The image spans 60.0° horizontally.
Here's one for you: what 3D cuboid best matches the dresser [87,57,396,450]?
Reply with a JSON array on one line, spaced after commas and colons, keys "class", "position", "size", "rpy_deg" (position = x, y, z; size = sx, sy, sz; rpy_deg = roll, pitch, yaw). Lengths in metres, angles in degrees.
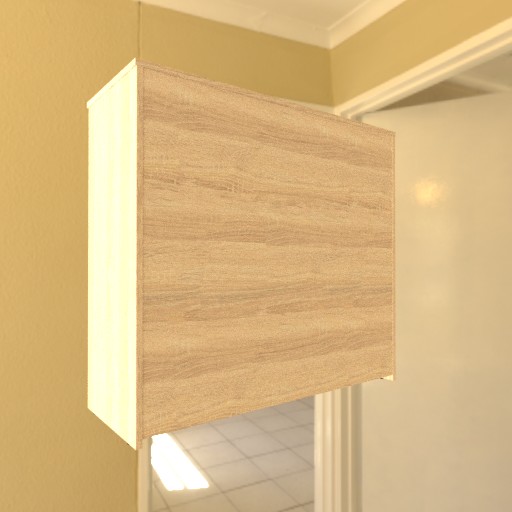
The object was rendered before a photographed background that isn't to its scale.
[{"class": "dresser", "position": [0.000, 0.000, 1.456], "size": [0.980, 0.900, 0.380], "rpy_deg": [0, -1, -37]}]
